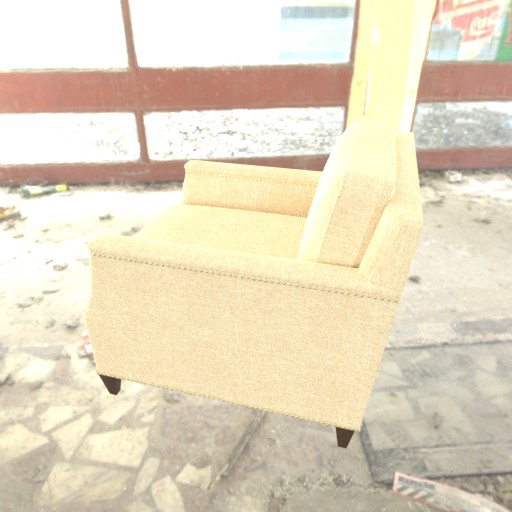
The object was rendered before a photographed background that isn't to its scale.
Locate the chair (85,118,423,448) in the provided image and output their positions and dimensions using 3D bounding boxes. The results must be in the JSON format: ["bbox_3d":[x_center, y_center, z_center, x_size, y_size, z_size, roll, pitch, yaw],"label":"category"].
[{"bbox_3d":[0.000,0.000,1.703,1.041,0.940,0.838,8,32,13],"label":"chair"}]
